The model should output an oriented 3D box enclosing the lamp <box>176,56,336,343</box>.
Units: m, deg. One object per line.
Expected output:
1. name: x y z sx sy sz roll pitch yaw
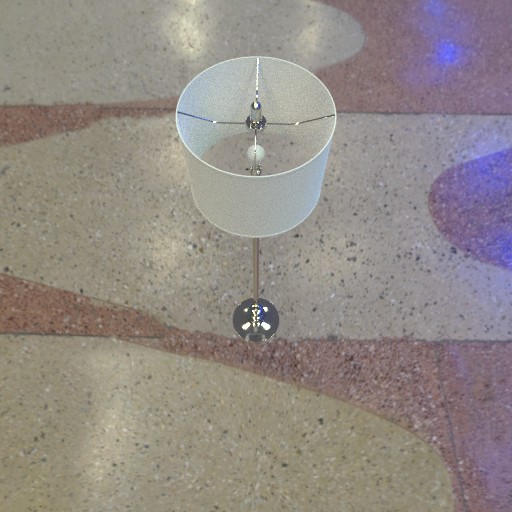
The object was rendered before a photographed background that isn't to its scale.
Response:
1. lamp: 0.000 0.000 1.628 0.356 1.487 0.356 1 63 1
